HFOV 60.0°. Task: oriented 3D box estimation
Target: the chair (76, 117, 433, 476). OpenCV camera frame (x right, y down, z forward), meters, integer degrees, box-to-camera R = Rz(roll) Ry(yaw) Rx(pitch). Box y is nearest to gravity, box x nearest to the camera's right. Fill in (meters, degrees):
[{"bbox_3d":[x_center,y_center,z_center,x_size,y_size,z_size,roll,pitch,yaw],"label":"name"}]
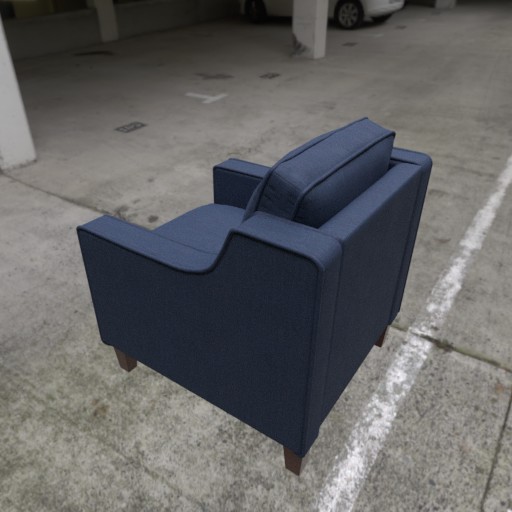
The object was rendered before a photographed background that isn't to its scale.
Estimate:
[{"bbox_3d":[0.000,0.000,1.614,0.909,0.960,0.831,19,36,29],"label":"chair"}]
